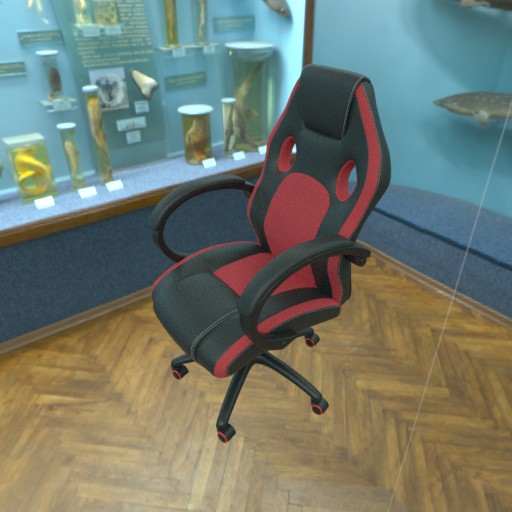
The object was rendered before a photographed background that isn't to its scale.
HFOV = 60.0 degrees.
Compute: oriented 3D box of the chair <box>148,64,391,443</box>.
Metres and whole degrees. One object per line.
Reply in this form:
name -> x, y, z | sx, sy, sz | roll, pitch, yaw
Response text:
chair -> 0.000, 0.000, 1.580 | 0.724, 1.187, 0.673 | -21, 38, -29
